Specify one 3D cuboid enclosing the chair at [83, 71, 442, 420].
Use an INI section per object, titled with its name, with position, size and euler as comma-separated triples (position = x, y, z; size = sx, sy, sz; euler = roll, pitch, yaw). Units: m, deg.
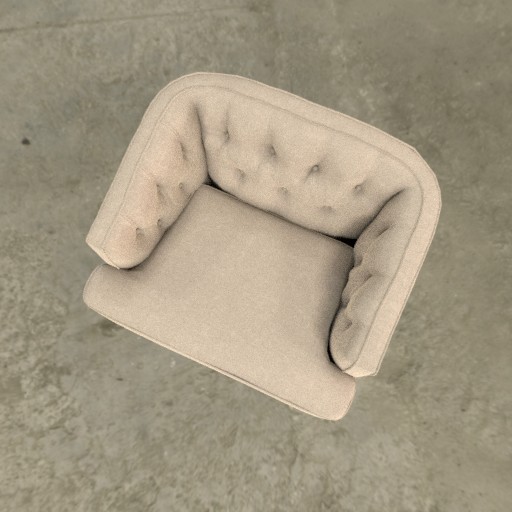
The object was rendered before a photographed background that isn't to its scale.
[chair]
position = 0.000, 0.000, 1.778
size = 1.104, 0.852, 0.941
euler = 24, 76, 6
